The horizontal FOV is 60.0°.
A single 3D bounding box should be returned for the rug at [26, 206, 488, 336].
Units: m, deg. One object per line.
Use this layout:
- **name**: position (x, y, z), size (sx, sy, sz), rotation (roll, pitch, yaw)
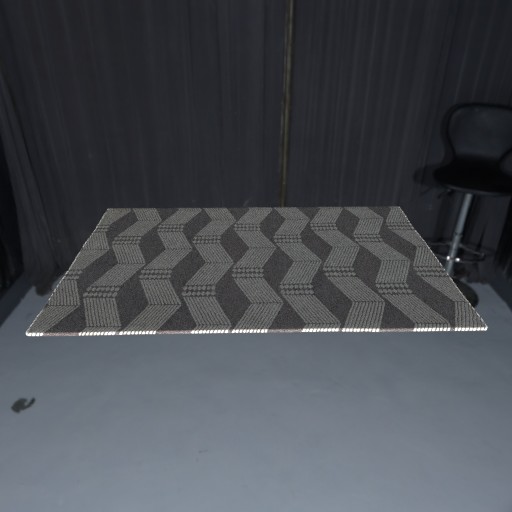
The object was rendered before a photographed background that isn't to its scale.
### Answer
- **rug**: position (0.000, 0.000, 2.270), size (1.833, 0.016, 1.210), rotation (-1, 30, -1)
